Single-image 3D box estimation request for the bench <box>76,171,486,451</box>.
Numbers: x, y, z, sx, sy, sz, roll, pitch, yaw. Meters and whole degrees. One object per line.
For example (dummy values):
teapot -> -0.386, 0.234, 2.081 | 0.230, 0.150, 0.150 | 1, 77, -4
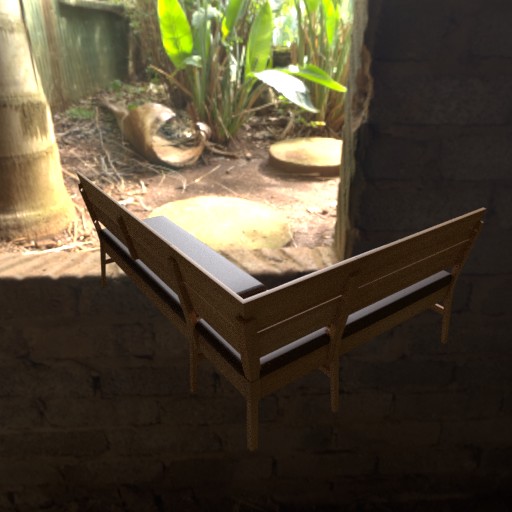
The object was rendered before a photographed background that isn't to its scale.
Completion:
bench -> 0.000, 0.000, 2.805 | 1.549, 0.890, 1.975 | -19, 32, -32
